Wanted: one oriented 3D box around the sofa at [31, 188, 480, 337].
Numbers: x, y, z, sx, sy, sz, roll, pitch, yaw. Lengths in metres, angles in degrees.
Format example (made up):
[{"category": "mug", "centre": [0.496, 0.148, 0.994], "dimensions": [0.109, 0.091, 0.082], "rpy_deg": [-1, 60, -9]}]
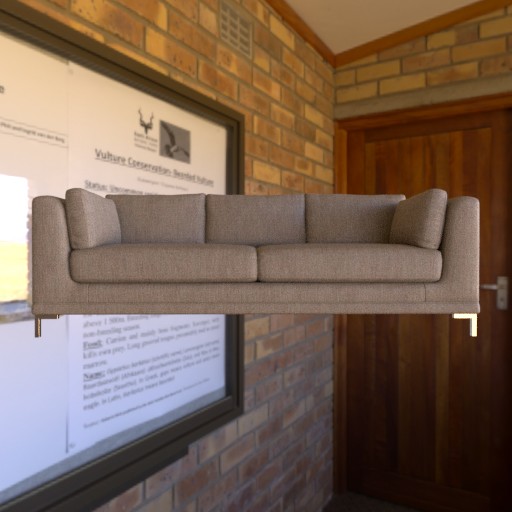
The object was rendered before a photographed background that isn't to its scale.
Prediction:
[{"category": "sofa", "centre": [0.000, 0.000, 2.839], "dimensions": [2.415, 0.867, 0.969], "rpy_deg": [0, 0, -1]}]
